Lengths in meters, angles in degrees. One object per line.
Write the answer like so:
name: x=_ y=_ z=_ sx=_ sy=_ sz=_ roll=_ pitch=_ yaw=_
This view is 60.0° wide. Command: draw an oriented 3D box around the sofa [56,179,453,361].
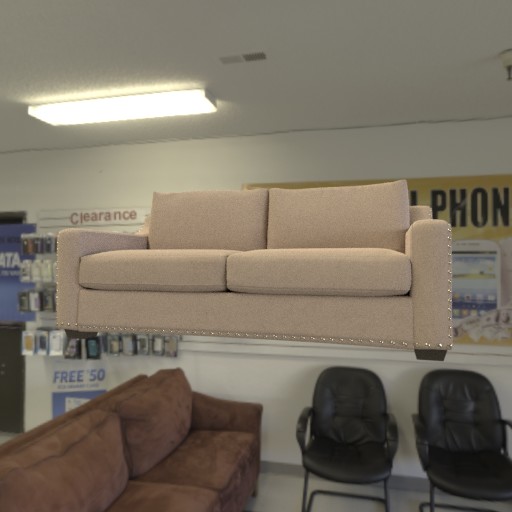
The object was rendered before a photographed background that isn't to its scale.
sofa: x=0.000 y=0.000 z=2.550 sx=1.967 sy=0.901 sz=1.030 roll=0 pitch=-1 yaw=17
